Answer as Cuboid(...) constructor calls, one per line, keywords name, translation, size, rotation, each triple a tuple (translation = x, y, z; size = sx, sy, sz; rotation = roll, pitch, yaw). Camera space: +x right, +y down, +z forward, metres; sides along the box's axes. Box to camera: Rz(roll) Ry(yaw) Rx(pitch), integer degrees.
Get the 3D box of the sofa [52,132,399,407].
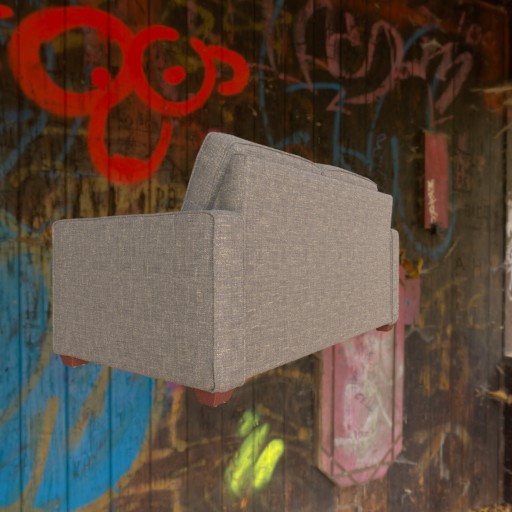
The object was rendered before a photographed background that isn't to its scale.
Cuboid(name="sofa", translation=(0.000, 0.000, 2.280), size=(0.947, 0.918, 1.709), rotation=(1, 1, 36))
